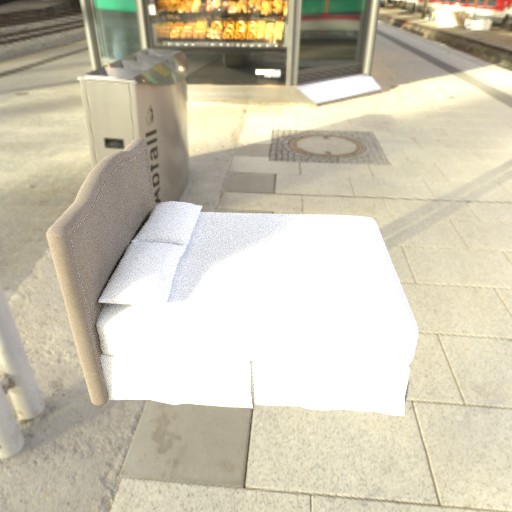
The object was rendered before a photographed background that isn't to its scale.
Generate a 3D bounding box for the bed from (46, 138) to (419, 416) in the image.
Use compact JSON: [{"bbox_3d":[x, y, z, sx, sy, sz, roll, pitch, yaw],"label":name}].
[{"bbox_3d":[0.000,0.000,3.310,2.128,1.441,1.744,1,32,2],"label":"bed"}]
